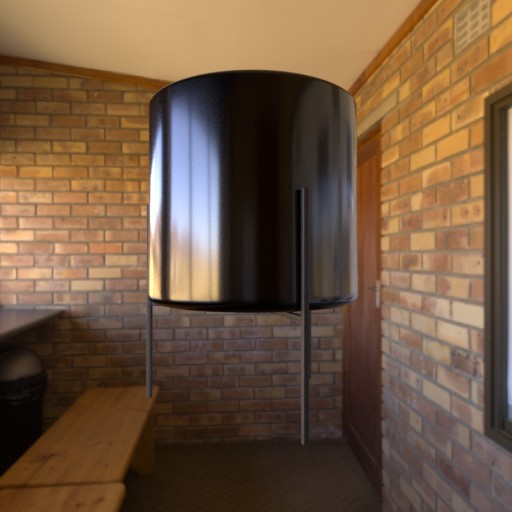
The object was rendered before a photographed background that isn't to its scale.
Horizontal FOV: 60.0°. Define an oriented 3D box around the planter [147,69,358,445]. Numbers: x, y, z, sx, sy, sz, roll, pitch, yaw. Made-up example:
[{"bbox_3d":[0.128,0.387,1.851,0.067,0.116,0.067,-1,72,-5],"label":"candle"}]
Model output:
[{"bbox_3d":[0.000,0.000,0.656,0.310,0.432,0.310,0,0,-37],"label":"planter"}]
